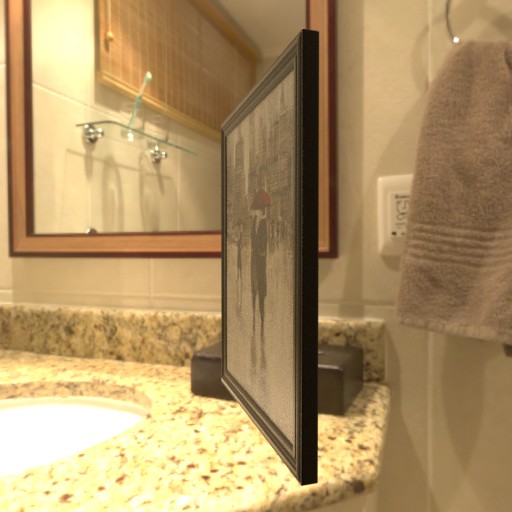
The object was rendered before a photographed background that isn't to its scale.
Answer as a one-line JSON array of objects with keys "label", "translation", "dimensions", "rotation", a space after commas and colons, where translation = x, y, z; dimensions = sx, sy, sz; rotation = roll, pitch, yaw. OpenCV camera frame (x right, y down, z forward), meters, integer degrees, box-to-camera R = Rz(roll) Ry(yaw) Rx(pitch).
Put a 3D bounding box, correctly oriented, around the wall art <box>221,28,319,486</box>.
[{"label": "wall art", "translation": [0.000, 0.000, 1.613], "dimensions": [0.053, 1.194, 0.950], "rotation": [0, 1, -17]}]
